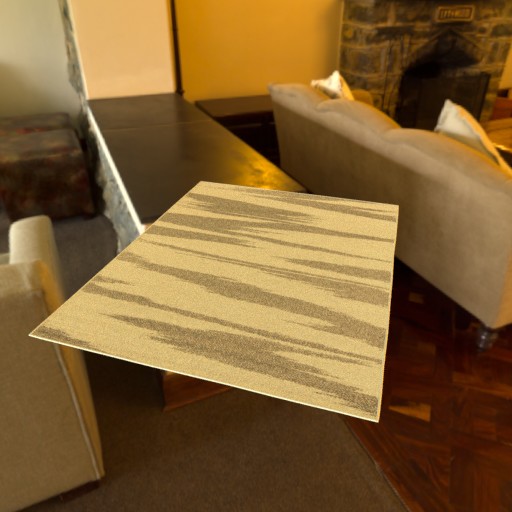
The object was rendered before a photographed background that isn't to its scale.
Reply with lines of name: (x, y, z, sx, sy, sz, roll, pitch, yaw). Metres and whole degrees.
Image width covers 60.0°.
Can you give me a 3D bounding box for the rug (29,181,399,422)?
rug: (0.000, 0.000, 3.934, 2.353, 0.014, 2.945, 9, 33, 15)
